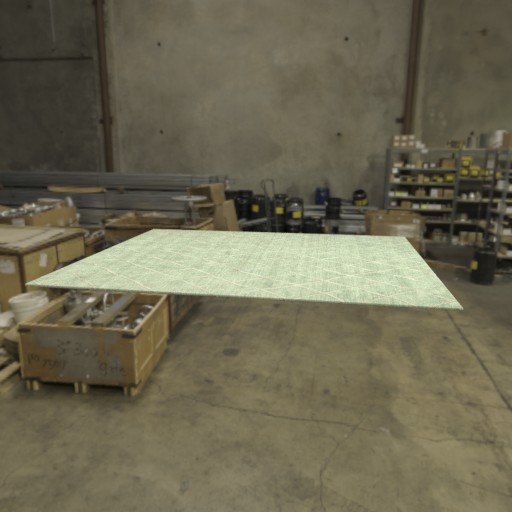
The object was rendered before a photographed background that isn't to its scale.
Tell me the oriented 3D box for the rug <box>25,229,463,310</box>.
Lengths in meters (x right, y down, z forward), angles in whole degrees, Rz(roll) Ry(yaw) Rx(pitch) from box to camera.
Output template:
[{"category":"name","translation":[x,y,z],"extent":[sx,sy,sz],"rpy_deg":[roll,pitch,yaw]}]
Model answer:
[{"category":"rug","translation":[0.000,0.000,4.170],"extent":[3.039,0.019,2.420],"rpy_deg":[2,13,10]}]
